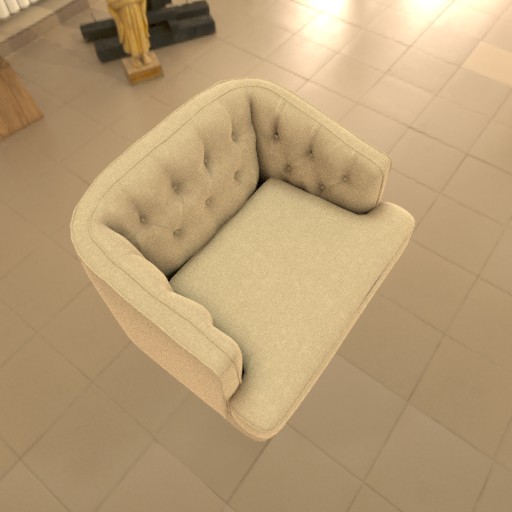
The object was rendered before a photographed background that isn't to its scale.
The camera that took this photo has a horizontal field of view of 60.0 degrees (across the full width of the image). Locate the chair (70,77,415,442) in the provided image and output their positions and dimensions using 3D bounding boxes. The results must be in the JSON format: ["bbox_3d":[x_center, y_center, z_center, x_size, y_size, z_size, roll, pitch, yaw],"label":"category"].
[{"bbox_3d":[0.000,0.000,1.800,0.941,0.852,1.104,32,63,18],"label":"chair"}]
